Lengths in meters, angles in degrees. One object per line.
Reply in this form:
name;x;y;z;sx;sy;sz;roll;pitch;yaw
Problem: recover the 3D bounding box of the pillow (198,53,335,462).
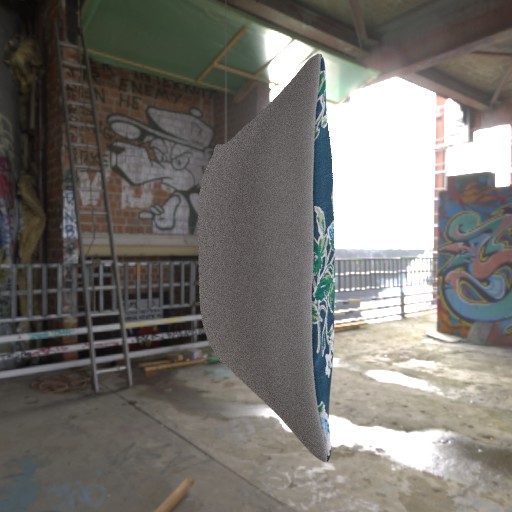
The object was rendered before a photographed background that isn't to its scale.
pillow;0.000;0.000;0.793;0.166;0.508;0.525;0;1;-19
